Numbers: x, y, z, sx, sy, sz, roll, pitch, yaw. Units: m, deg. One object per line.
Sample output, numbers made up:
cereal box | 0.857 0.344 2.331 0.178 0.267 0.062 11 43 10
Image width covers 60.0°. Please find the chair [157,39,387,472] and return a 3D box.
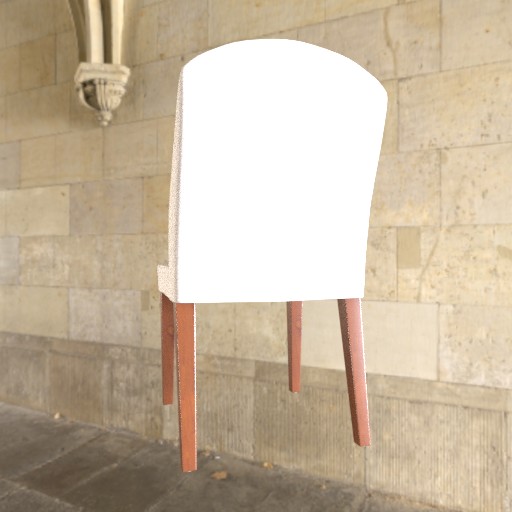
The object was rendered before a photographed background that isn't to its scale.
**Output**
chair | 0.000 0.000 1.170 0.472 0.893 0.540 0 0 -17
